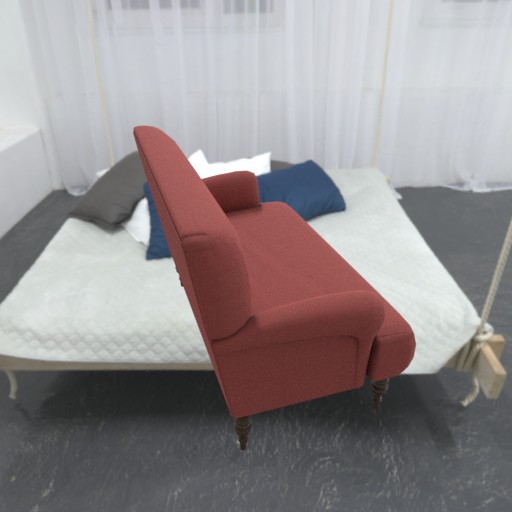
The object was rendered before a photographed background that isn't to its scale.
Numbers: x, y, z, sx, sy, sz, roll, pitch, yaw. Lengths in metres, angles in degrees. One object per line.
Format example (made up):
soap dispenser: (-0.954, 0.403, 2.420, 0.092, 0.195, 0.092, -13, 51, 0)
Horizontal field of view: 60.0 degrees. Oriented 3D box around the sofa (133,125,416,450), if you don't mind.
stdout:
sofa: (0.000, 0.000, 1.850, 0.779, 0.889, 1.297, -10, 32, -17)
